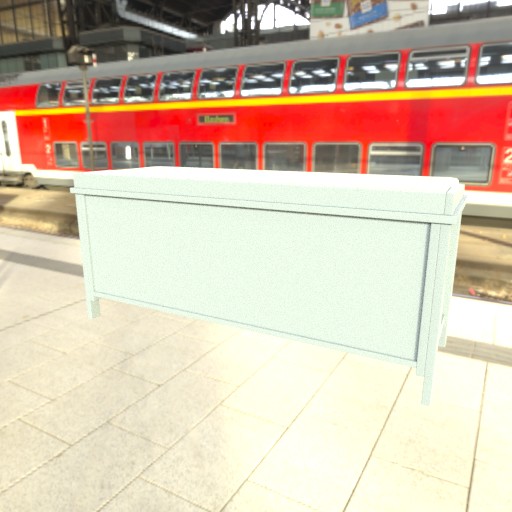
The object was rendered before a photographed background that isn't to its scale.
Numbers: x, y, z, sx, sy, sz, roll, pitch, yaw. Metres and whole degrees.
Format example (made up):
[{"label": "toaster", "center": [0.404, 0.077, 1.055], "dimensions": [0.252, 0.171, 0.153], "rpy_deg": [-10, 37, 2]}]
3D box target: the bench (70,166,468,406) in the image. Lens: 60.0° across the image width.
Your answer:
[{"label": "bench", "center": [0.000, 0.000, 1.387], "dimensions": [1.140, 0.501, 0.398], "rpy_deg": [8, 17, 27]}]
